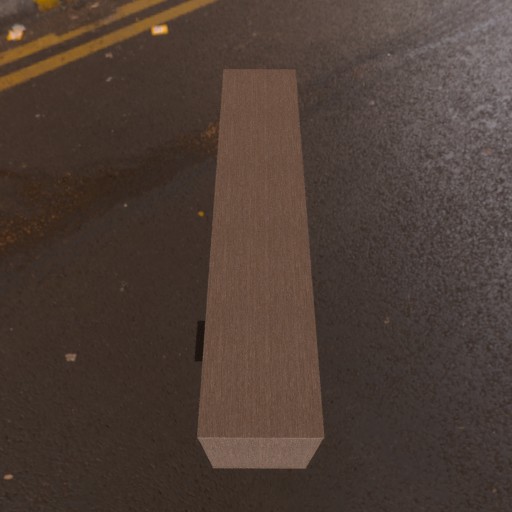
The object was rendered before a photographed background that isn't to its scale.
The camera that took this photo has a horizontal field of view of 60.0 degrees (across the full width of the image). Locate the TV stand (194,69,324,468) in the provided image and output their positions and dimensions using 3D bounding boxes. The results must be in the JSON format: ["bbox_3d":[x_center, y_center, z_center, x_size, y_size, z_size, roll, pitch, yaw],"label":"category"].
[{"bbox_3d":[0.000,0.000,2.126,0.405,0.787,1.804,0,56,0],"label":"TV stand"}]
